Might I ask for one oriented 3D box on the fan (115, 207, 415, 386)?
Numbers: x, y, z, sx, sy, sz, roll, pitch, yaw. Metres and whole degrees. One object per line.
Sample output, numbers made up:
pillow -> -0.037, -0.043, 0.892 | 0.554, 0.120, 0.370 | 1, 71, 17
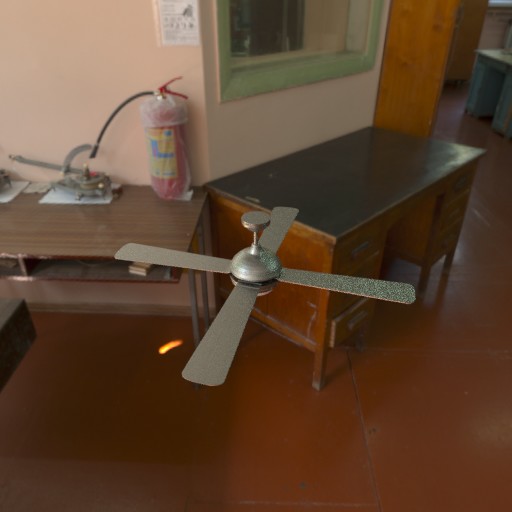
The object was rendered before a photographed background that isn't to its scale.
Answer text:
fan -> 0.000, 0.000, 1.972 | 1.321, 0.381, 1.321 | 21, 37, 30
